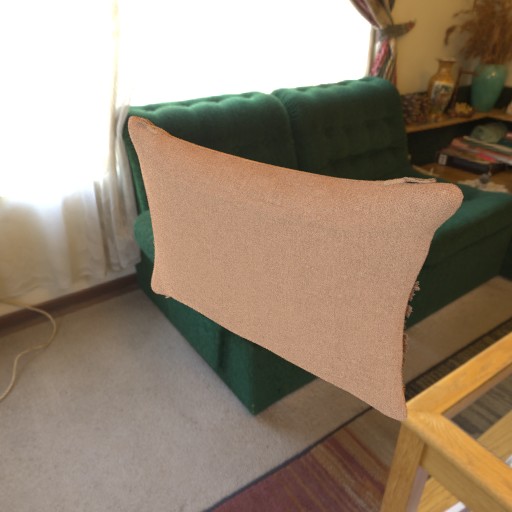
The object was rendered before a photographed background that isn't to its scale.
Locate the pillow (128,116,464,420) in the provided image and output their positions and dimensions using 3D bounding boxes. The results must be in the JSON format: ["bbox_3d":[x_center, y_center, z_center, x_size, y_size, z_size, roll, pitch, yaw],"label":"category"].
[{"bbox_3d":[0.000,0.000,0.586,0.466,0.305,0.084,21,36,32],"label":"pillow"}]
